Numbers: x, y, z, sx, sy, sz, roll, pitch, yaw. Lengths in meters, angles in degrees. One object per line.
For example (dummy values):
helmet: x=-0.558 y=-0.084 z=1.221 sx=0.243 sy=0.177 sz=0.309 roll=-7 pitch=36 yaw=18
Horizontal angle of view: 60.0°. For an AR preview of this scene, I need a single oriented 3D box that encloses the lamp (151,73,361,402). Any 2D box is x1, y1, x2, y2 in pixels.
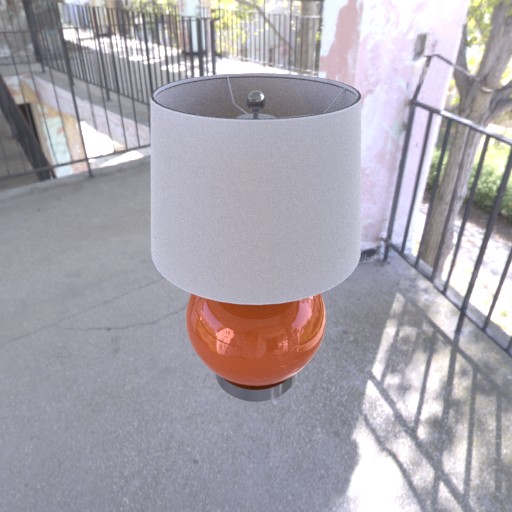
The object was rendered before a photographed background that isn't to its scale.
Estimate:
lamp: x=0.000 y=0.000 z=0.543 sx=0.247 sy=0.387 sz=0.247 roll=0 pitch=32 yaw=0
